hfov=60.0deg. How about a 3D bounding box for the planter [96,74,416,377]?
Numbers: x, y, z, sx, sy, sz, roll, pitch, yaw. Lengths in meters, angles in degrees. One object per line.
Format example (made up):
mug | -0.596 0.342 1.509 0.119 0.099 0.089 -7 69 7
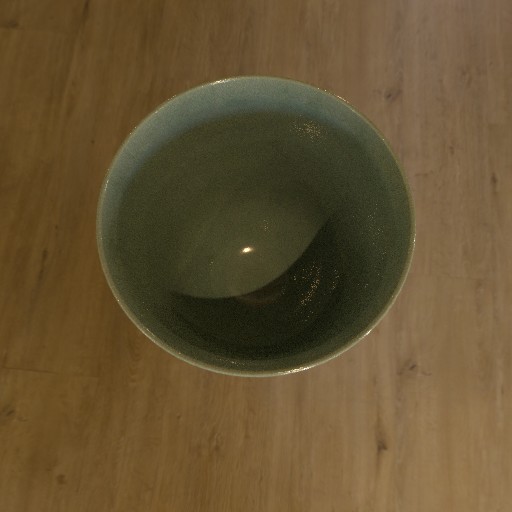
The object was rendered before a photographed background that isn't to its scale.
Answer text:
planter | 0.000 0.000 0.378 0.198 0.214 0.198 0 75 0
